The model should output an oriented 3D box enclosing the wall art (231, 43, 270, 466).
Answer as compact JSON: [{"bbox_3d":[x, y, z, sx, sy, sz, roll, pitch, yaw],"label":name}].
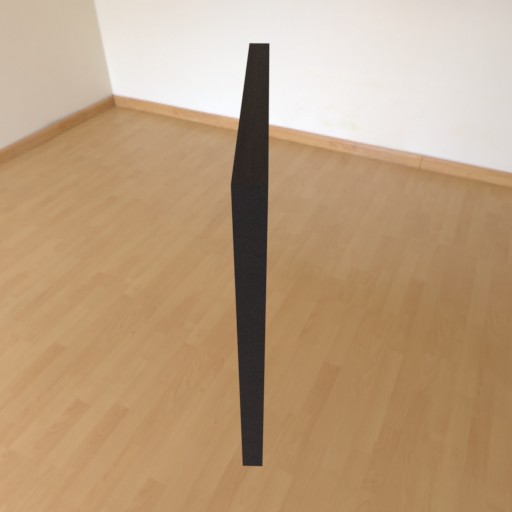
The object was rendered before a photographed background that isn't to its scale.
[{"bbox_3d":[0.000,0.000,0.750,0.034,0.552,0.455,1,40,1],"label":"wall art"}]
